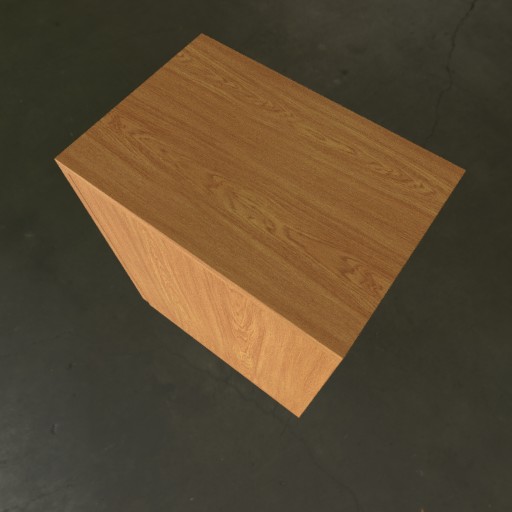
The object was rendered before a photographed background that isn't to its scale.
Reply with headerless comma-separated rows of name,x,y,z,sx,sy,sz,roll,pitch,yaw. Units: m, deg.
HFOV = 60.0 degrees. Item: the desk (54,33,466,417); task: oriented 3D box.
desk,0.000,0.000,1.096,0.600,0.730,0.404,34,68,15
